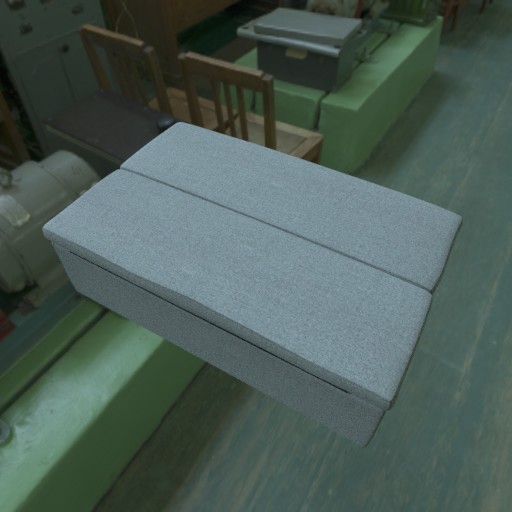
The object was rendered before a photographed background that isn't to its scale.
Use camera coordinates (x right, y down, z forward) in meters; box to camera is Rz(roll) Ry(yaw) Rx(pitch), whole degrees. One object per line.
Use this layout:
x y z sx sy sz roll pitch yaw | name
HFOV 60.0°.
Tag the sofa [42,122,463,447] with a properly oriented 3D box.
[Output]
0.000 0.000 1.660 1.250 0.434 0.817 23 52 20 | sofa
